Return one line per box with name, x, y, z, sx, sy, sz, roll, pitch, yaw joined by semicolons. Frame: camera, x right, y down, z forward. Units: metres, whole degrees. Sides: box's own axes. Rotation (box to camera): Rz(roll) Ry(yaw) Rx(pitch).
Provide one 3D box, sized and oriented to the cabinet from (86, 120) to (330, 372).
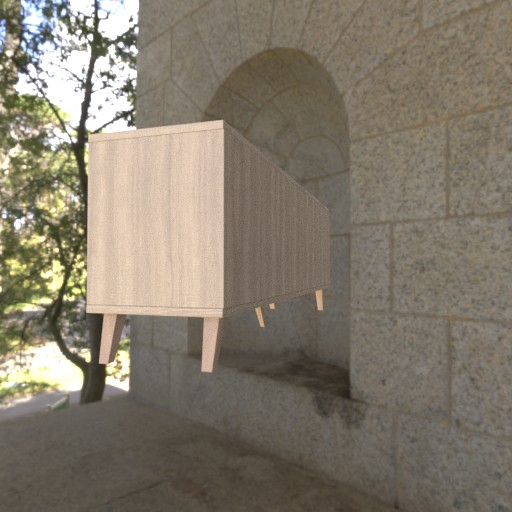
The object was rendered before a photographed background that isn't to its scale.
cabinet;0.000;0.000;2.471;0.499;0.779;2.198;0;-2;18
